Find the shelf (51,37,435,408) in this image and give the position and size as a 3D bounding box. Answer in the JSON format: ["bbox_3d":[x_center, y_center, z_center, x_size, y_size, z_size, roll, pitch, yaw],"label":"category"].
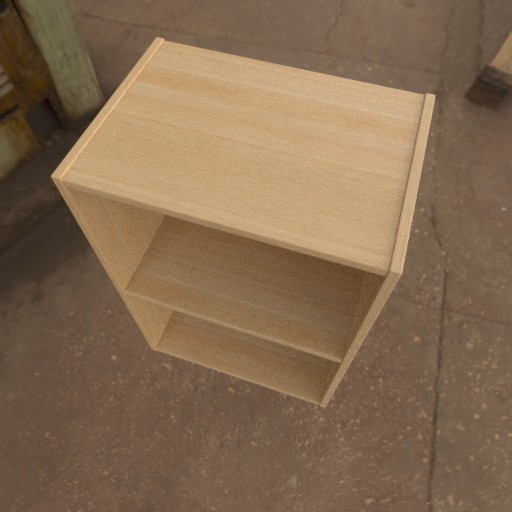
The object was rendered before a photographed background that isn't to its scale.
[{"bbox_3d":[0.000,0.000,0.808,0.414,0.592,0.290,16,60,10],"label":"shelf"}]
